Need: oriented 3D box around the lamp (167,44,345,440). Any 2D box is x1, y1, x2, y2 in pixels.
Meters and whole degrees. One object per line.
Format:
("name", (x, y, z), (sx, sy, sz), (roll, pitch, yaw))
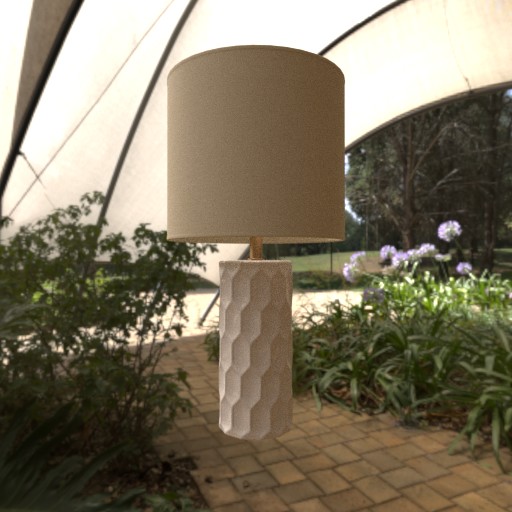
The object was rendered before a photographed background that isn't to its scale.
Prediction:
("lamp", (0.000, 0.000, 0.700), (0.277, 0.537, 0.277), (0, 0, 38))
